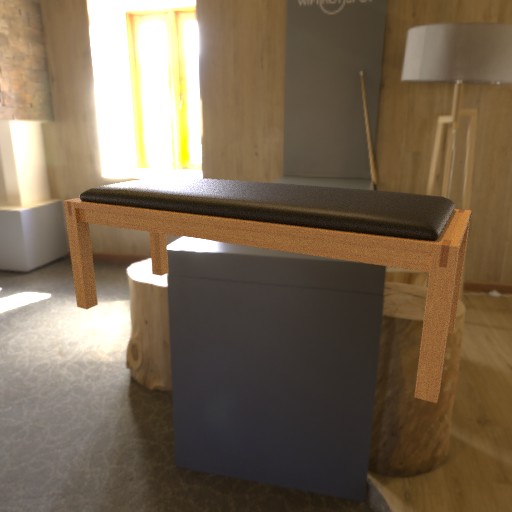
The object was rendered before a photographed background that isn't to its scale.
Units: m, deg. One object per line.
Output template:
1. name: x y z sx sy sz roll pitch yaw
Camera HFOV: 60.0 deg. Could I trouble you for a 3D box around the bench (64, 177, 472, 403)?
1. bench: 0.000 0.000 1.434 1.202 0.430 0.450 9 19 27
